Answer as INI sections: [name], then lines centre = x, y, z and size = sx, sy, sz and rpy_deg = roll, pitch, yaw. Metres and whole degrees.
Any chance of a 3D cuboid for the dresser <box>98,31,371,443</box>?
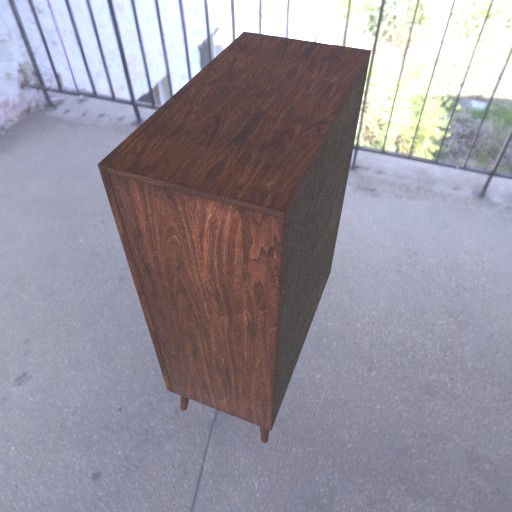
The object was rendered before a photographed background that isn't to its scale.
[dresser]
centre = 0.000, 0.000, 1.801
size = 0.498, 1.365, 0.919
rpy_deg = 16, 49, 15
